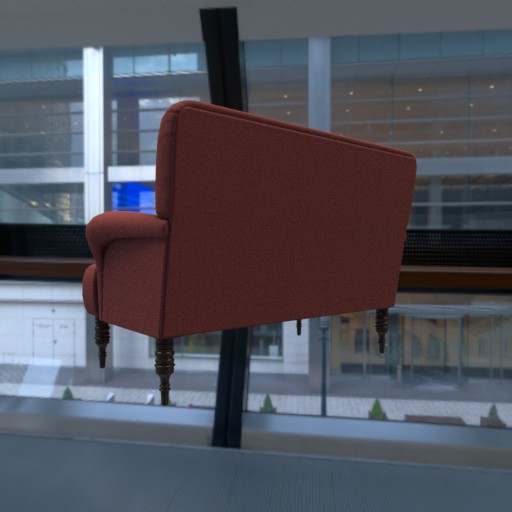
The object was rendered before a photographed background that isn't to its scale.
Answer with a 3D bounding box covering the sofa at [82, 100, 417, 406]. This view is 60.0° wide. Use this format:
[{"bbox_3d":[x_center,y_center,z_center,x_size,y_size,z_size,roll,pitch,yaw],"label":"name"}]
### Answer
[{"bbox_3d":[0.000,0.000,1.854,1.297,0.889,0.779,-1,1,-38],"label":"sofa"}]
